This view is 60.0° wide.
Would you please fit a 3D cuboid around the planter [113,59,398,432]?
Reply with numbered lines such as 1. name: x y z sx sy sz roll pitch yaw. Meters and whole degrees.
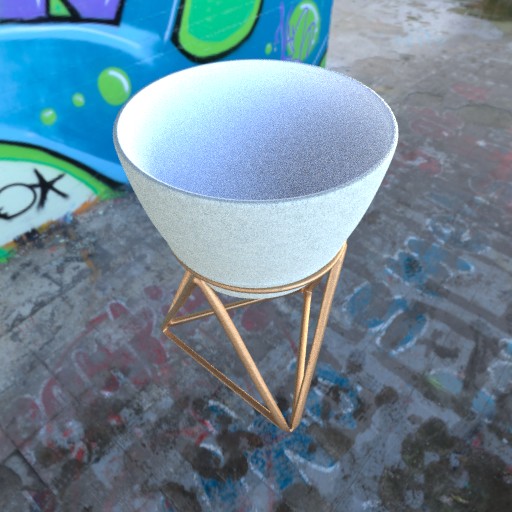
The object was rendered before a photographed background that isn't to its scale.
1. planter: 0.000 0.000 0.735 0.350 0.504 0.350 31 53 27
